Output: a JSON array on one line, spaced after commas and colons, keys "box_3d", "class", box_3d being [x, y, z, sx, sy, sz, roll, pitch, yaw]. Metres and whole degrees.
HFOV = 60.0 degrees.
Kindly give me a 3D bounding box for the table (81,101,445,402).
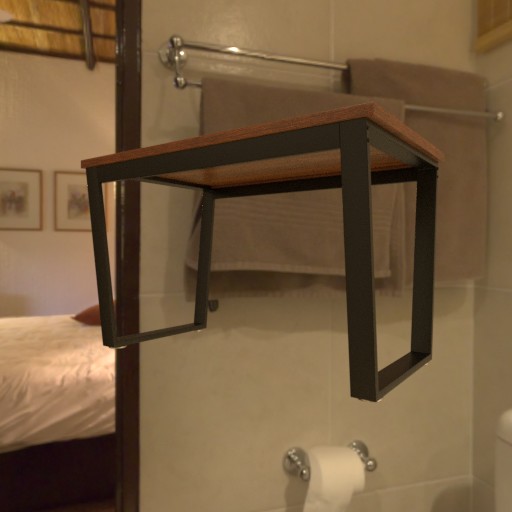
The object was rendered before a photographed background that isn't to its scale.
[{"box_3d": [0.000, 0.000, 1.706, 1.205, 0.760, 0.714, 1, 1, 36], "class": "table"}]
